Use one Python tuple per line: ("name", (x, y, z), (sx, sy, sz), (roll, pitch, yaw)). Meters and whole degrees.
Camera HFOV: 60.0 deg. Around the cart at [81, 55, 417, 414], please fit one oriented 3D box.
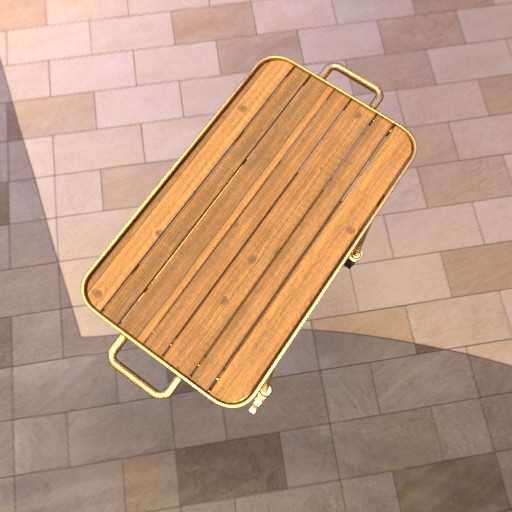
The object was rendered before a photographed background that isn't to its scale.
("cart", (0.000, 0.000, 1.242), (0.524, 0.700, 0.806), (34, 78, 8))
